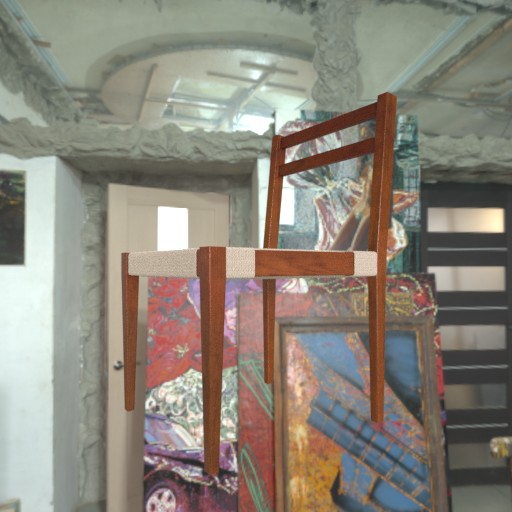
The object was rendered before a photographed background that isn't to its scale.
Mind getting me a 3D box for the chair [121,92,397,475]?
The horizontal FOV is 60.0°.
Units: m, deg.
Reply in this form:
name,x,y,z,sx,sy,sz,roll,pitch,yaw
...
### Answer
name,x,y,z,sx,sy,sz,roll,pitch,yaw
chair,0.000,0.000,1.196,0.569,0.851,0.495,1,-2,-35
